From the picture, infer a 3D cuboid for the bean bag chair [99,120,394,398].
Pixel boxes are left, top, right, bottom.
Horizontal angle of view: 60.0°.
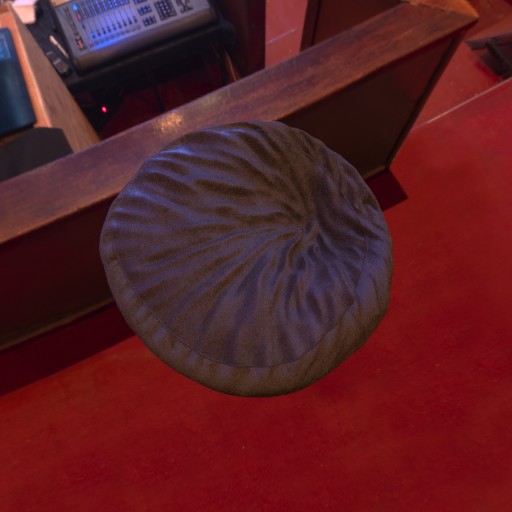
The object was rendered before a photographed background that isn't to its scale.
[{"bbox_3d":[0.000,0.000,2.073,1.245,0.821,1.245,0,74,0],"label":"bean bag chair"}]
